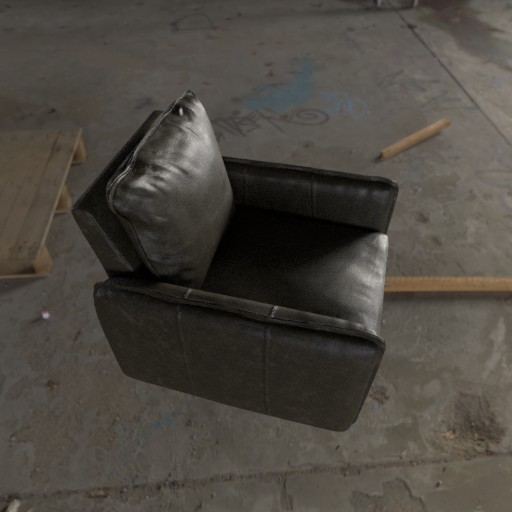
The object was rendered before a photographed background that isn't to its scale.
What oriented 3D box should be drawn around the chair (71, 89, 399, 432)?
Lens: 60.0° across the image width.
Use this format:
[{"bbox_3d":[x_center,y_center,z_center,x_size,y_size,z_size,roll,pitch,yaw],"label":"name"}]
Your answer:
[{"bbox_3d":[0.000,0.000,1.583,0.921,0.921,0.830,11,48,10],"label":"chair"}]
